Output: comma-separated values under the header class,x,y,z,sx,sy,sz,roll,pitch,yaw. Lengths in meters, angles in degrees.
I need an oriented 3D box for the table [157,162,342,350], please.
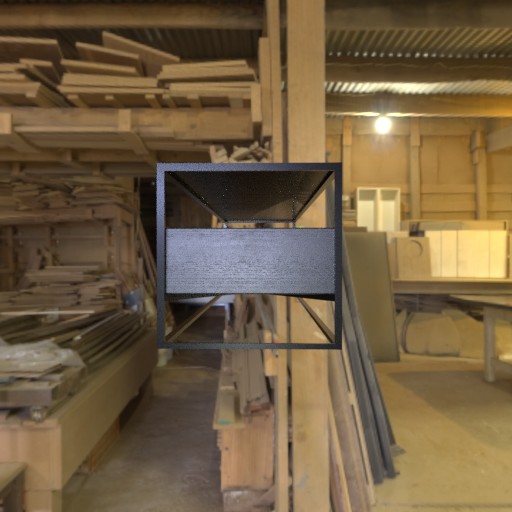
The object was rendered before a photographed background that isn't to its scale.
class,x,y,z,sx,sy,sz,roll,pitch,yaw
table,0.000,0.000,1.682,0.399,0.395,1.486,0,0,1
